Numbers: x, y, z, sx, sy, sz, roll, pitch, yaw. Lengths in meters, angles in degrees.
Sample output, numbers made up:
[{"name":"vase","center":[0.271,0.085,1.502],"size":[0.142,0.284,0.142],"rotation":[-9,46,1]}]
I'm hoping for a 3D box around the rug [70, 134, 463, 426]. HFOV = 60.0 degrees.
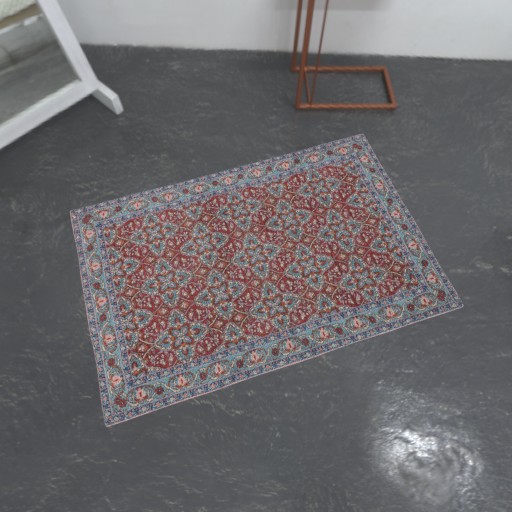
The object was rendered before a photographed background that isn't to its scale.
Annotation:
[{"name":"rug","center":[0.000,0.000,2.387],"size":[1.829,0.009,1.219],"rotation":[-16,64,-8]}]
